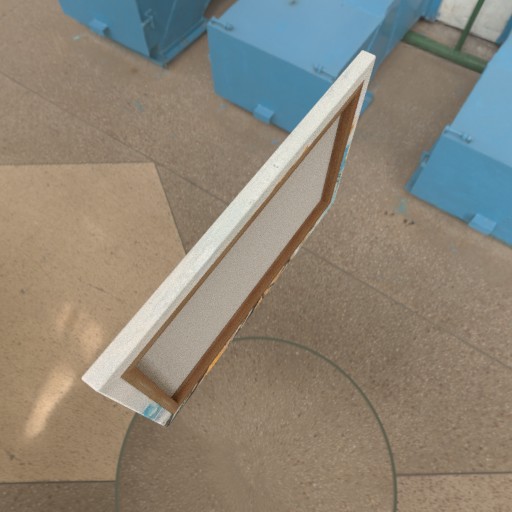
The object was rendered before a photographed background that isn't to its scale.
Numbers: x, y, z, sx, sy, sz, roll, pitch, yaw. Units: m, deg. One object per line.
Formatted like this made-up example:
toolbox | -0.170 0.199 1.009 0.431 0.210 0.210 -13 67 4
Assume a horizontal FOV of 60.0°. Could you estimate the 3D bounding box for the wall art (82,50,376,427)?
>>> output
wall art | 0.000 0.000 1.131 0.038 0.609 0.913 32 68 15
